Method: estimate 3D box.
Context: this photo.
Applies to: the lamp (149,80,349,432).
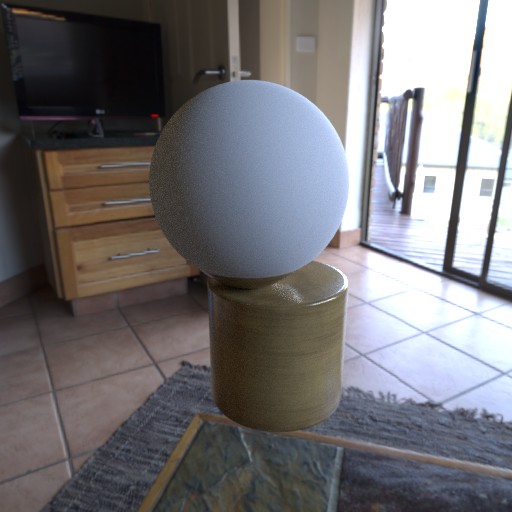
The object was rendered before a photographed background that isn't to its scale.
[{"bbox_3d":[0.000,0.000,0.339,0.152,0.250,0.141,-9,20,-27],"label":"lamp"}]
